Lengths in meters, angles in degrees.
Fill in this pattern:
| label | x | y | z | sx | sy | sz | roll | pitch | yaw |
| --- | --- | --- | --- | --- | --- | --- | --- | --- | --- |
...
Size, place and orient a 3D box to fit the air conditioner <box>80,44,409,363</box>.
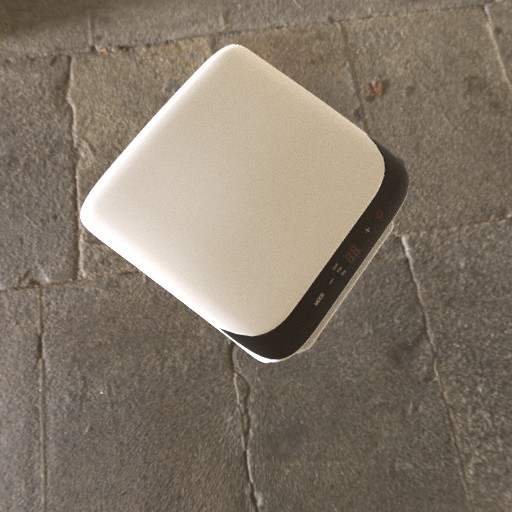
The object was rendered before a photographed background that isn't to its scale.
| label | x | y | z | sx | sy | sz | roll | pitch | yaw |
| --- | --- | --- | --- | --- | --- | --- | --- | --- | --- |
| air conditioner | 0.000 | 0.000 | 0.931 | 0.369 | 0.716 | 0.352 | 36 | 78 | 9 |
